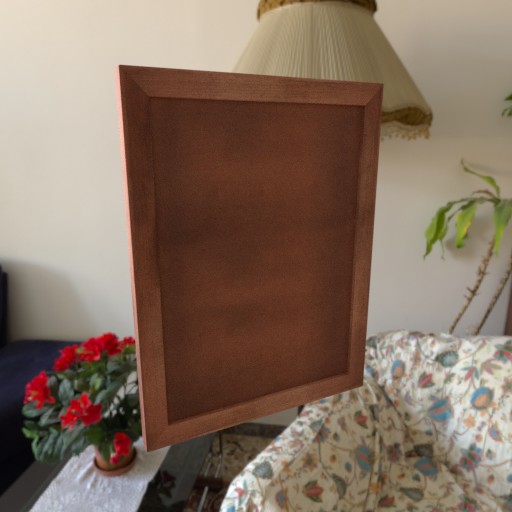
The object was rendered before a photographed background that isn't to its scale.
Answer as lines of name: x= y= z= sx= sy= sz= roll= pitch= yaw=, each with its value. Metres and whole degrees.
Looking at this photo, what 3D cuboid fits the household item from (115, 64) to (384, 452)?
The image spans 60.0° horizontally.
household item: x=0.000 y=0.000 z=0.545 sx=0.310 sy=0.407 sz=0.067 roll=-7 pitch=16 yaw=-26
